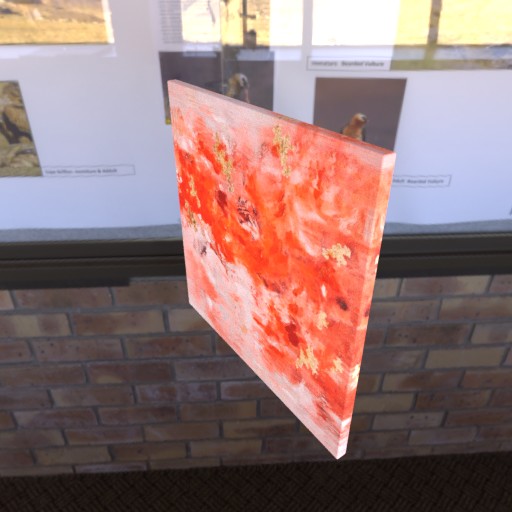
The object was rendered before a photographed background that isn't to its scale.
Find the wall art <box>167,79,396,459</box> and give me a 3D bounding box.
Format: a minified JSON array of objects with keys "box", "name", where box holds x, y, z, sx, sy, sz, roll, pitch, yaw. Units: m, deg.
[{"box":[0.000,0.000,1.332,0.066,0.878,0.878,-20,37,-29],"name":"wall art"}]
